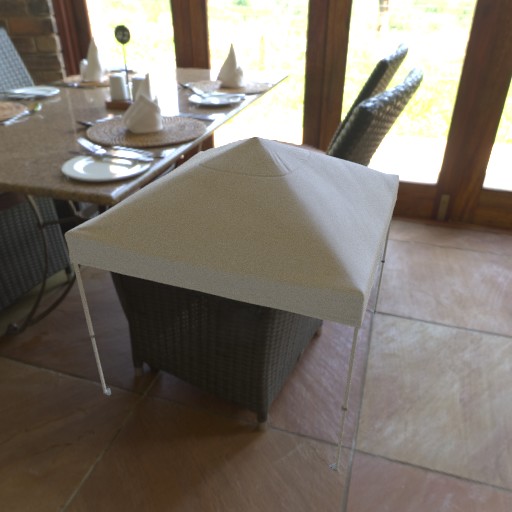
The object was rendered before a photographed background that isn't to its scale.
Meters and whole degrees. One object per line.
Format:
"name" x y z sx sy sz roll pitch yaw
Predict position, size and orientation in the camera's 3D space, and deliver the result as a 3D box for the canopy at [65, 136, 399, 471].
"canopy" 0.000 0.000 5.541 2.998 2.997 2.996 11 32 18
